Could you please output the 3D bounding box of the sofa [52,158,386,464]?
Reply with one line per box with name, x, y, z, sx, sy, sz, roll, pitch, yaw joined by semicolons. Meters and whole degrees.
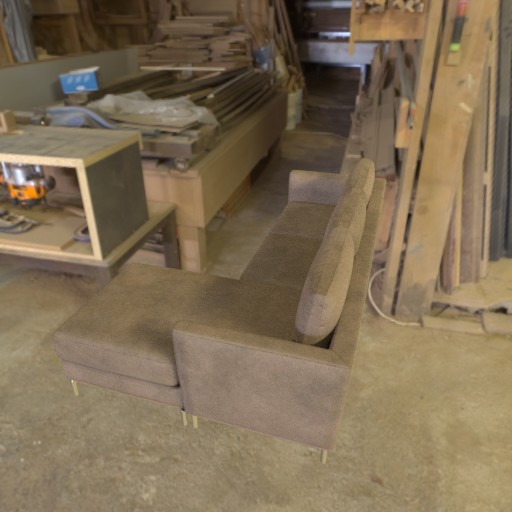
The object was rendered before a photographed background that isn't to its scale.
sofa;0.000;0.000;3.198;1.622;0.987;2.438;9;31;15
